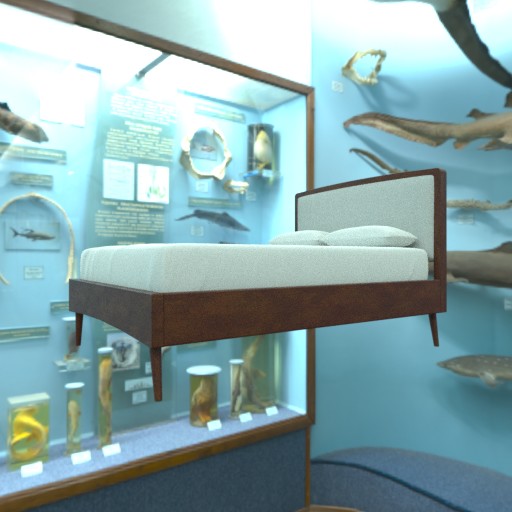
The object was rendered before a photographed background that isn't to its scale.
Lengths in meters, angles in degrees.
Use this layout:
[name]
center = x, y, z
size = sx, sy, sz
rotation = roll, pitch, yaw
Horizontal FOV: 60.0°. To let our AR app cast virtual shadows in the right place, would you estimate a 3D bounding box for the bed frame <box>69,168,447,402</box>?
[bed frame]
center = 0.000, 0.000, 3.151
size = 2.171, 1.279, 1.587
rotation = 0, 0, -35
